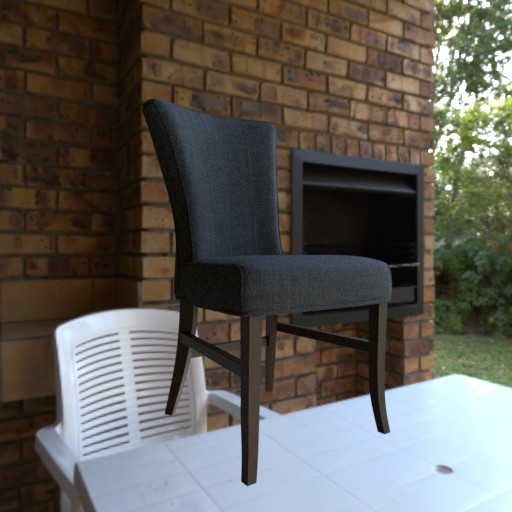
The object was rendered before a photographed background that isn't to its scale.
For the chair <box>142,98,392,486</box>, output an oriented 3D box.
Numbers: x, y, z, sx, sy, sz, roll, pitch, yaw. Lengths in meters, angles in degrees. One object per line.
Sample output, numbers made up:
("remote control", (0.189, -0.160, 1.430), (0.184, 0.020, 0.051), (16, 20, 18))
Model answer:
("chair", (0.000, 0.000, 1.348), (0.520, 0.991, 0.660), (0, 1, -36))
